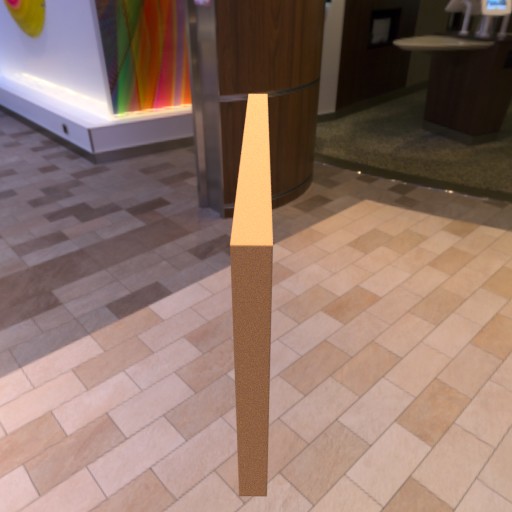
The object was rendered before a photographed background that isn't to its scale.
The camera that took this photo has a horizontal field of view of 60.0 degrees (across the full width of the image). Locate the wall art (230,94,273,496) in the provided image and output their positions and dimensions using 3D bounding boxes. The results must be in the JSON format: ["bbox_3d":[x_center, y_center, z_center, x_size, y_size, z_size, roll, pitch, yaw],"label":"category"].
[{"bbox_3d":[0.000,0.000,0.767,0.039,0.407,0.609,0,32,1],"label":"wall art"}]
